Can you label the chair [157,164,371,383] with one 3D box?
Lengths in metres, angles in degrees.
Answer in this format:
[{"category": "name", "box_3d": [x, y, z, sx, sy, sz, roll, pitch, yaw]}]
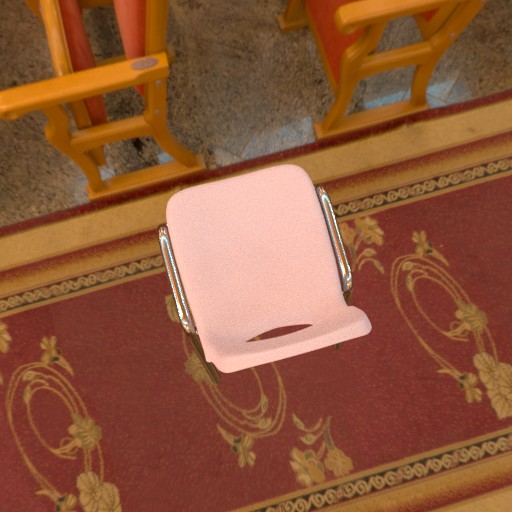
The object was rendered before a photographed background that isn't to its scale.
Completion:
[{"category": "chair", "box_3d": [0.000, 0.000, 0.852, 0.354, 0.586, 0.423, -15, 76, -4]}]
